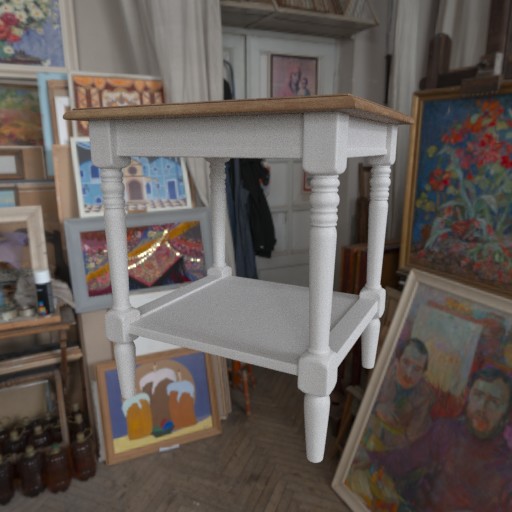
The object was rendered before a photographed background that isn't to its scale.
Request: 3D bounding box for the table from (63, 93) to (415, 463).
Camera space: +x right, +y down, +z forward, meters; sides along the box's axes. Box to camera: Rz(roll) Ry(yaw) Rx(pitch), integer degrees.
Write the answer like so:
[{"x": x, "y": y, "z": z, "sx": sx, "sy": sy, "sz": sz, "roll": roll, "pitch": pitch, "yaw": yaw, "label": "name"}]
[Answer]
[{"x": 0.000, "y": 0.000, "z": 0.905, "sx": 0.508, "sy": 0.561, "sz": 0.457, "roll": 7, "pitch": 16, "yaw": 27, "label": "table"}]
